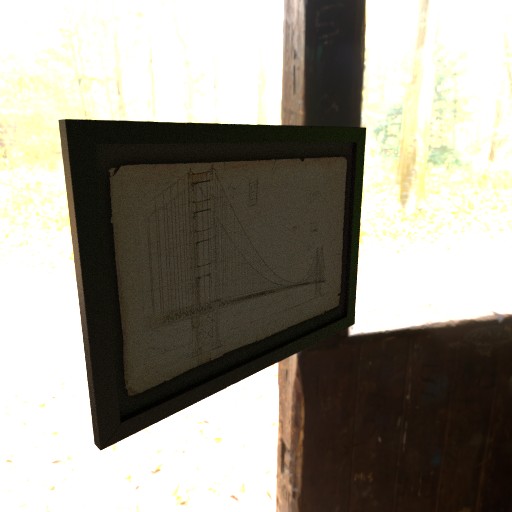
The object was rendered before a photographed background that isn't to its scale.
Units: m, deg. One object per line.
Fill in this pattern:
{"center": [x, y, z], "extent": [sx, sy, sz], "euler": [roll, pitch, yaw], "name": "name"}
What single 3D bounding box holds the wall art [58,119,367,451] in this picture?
{"center": [0.000, 0.000, 0.538], "extent": [0.432, 0.306, 0.016], "euler": [-14, 20, -42], "name": "wall art"}
